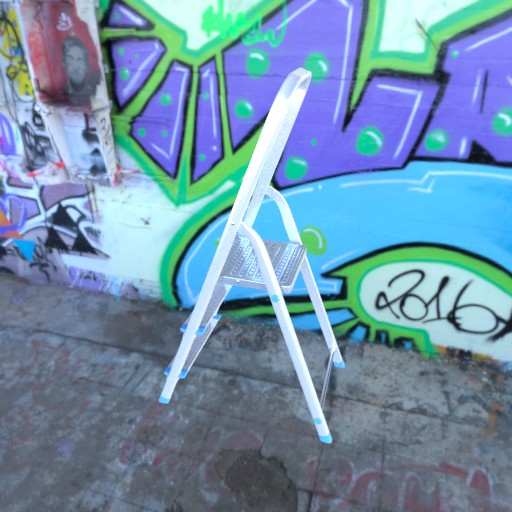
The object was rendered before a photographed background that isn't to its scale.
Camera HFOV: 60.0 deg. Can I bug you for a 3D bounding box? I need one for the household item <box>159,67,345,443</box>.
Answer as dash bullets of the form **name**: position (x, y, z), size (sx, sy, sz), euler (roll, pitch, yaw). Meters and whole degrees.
- **household item**: position (0.000, 0.000, 1.550), size (0.687, 1.215, 0.420), euler (8, 31, 14)
